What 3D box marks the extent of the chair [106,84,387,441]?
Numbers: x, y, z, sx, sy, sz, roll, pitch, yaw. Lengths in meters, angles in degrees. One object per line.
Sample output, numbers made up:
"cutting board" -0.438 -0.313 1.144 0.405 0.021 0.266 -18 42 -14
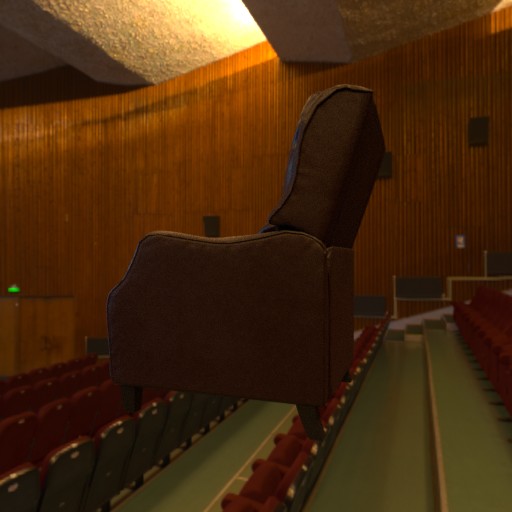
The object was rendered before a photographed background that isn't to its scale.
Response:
"chair" 0.000 0.000 1.799 0.982 1.132 0.770 0 0 19
